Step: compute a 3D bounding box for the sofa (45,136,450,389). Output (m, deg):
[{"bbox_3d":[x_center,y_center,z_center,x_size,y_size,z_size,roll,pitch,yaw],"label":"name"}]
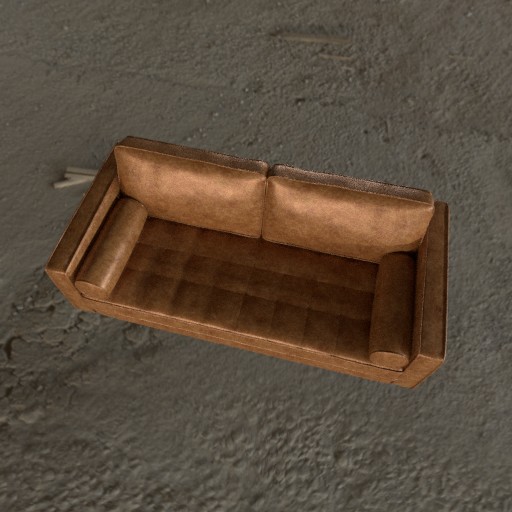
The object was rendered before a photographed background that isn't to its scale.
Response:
[{"bbox_3d":[0.000,0.000,2.412,1.920,0.825,0.924,12,59,7],"label":"sofa"}]
